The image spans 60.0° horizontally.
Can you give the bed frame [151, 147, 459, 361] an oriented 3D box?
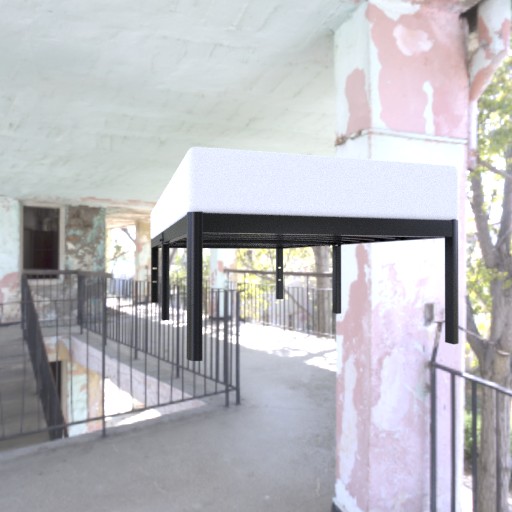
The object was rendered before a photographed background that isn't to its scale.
[{"bbox_3d":[0.000,0.000,2.418,1.023,0.659,1.950,0,0,-17],"label":"bed frame"}]
